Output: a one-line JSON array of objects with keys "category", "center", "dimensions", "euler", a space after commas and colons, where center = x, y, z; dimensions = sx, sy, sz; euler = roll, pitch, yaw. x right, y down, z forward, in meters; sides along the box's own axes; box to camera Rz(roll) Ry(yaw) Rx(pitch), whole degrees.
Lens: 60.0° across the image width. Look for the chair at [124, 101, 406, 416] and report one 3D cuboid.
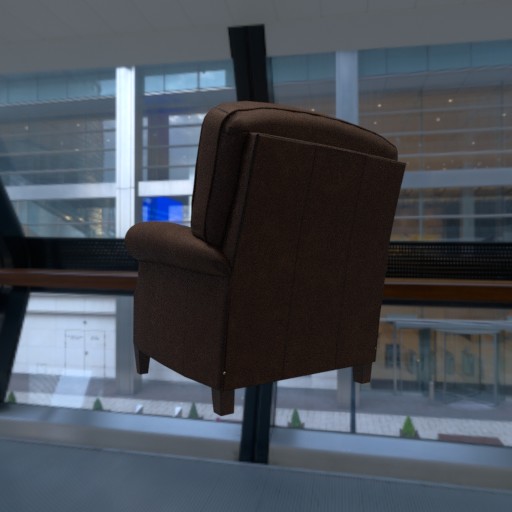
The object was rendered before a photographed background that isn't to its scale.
[{"category": "chair", "center": [0.000, 0.000, 1.845], "dimensions": [0.936, 1.018, 0.986], "euler": [1, -1, -35]}]
